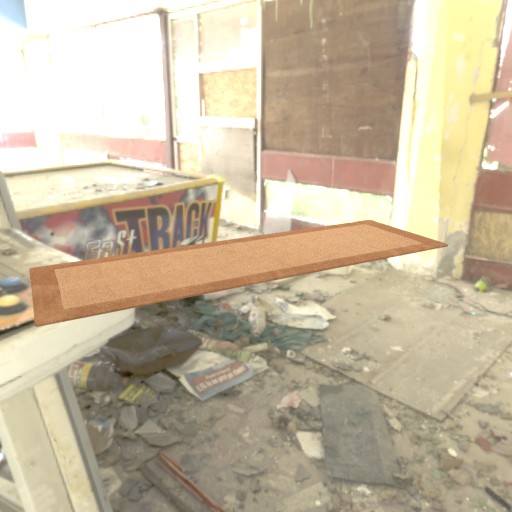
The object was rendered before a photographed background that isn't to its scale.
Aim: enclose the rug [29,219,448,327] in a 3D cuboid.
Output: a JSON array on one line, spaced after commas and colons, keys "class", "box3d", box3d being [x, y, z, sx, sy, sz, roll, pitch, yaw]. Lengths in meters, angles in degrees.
[{"class": "rug", "box3d": [0.000, 0.000, 2.673, 2.439, 0.017, 0.764, -9, 21, -26]}]
